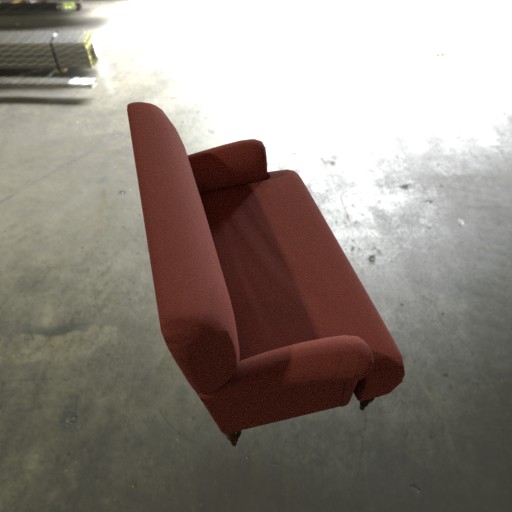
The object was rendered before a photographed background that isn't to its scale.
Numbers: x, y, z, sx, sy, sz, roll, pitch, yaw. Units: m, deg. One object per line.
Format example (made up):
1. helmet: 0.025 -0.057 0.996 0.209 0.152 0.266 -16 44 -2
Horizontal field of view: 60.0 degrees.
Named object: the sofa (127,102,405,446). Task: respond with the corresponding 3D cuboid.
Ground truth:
1. sofa: 0.000 0.000 1.798 0.779 0.889 1.297 -11 48 -11
